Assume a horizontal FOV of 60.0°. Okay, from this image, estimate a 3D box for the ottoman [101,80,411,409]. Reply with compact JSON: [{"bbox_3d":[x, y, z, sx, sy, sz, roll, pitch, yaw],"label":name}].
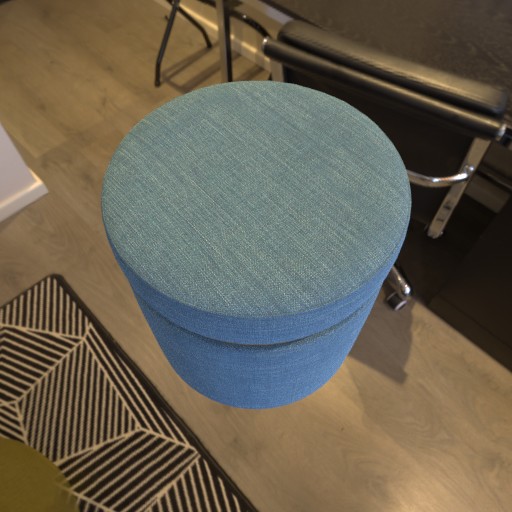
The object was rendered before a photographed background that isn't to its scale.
[{"bbox_3d":[0.000,0.000,0.723,0.398,0.406,0.398,0,58,0],"label":"ottoman"}]
